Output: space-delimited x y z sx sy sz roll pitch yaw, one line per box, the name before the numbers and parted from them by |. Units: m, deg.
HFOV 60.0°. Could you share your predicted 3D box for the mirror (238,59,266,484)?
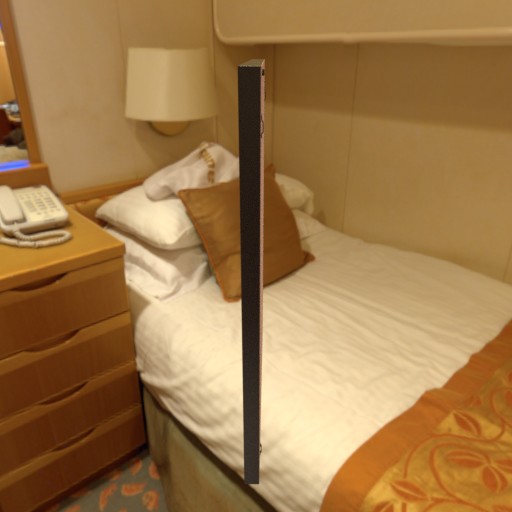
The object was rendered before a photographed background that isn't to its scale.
mirror | 0.000 0.000 1.139 0.040 0.915 0.609 1 25 1
